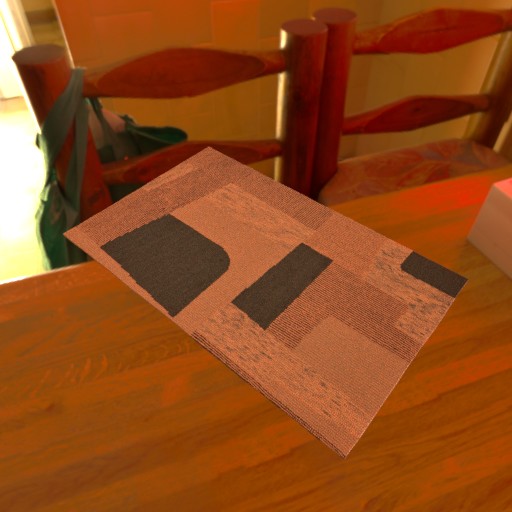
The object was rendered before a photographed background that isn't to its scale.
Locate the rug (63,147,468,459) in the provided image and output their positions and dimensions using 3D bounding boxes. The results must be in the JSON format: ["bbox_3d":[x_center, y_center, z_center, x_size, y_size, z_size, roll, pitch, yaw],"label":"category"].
[{"bbox_3d":[0.000,0.000,3.100,2.436,0.015,1.521,32,54,27],"label":"rug"}]
